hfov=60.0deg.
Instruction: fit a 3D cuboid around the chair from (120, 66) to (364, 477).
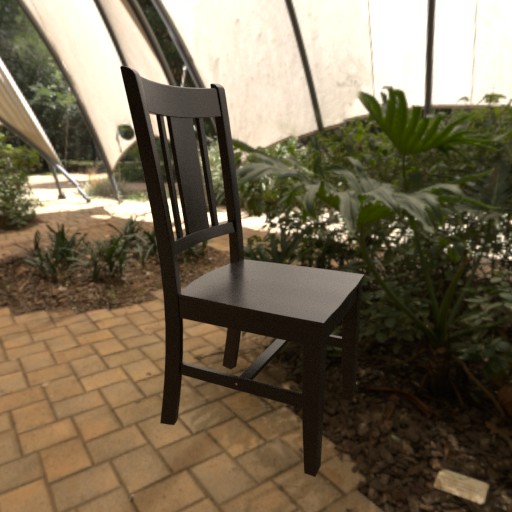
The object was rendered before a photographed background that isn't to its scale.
[{"bbox_3d":[0.000,0.000,1.284,0.555,0.998,0.450,7,17,25],"label":"chair"}]
